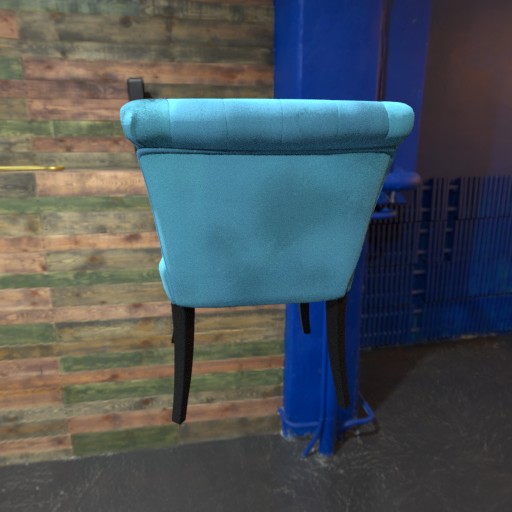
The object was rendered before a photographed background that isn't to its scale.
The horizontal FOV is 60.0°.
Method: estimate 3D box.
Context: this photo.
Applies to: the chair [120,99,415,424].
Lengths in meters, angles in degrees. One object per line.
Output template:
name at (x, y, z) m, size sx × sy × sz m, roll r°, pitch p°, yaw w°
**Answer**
chair at (0.000, 0.000, 1.177) m, size 0.582 × 0.750 × 0.605 m, roll -2°, pitch 15°, yaw -9°
